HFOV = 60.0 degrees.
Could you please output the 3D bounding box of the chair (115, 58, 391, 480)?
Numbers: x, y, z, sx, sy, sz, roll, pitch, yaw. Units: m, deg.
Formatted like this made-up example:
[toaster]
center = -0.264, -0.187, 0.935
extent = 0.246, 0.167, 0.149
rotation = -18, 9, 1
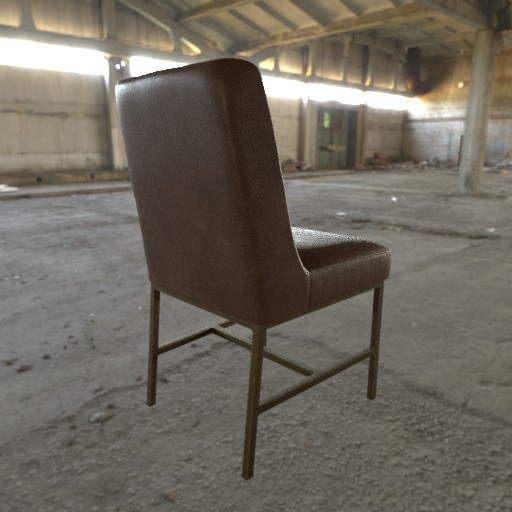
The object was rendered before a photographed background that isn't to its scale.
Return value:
[chair]
center = 0.000, 0.000, 1.208
extent = 0.587, 0.889, 0.508
rotation = -13, 19, -43
